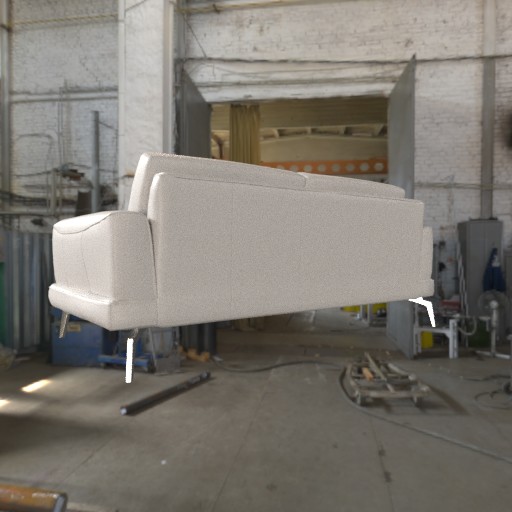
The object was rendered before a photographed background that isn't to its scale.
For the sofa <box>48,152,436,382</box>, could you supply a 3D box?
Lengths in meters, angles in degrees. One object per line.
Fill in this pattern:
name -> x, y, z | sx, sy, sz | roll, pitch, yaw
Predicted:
sofa -> 0.000, 0.000, 2.686 | 2.177, 0.930, 1.121 | -1, 1, -36
